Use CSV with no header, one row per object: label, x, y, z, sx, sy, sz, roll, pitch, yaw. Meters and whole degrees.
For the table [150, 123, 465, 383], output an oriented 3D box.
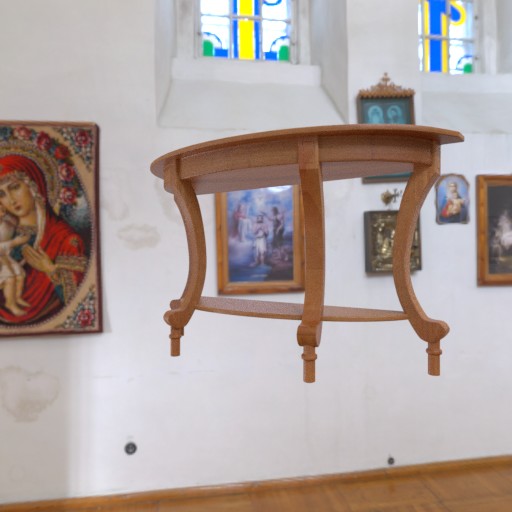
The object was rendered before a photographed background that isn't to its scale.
table,0.000,0.000,1.471,1.198,0.692,0.394,0,0,36
